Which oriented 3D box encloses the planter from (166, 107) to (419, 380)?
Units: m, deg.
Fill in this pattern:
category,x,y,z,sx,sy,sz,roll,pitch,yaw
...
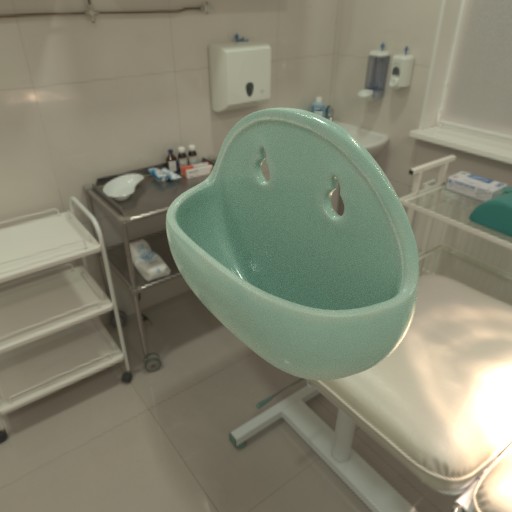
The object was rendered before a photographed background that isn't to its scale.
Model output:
category,x,y,z,sx,sy,sz,roll,pitch,yaw
planter,0.000,0.000,0.271,0.073,0.164,0.189,-22,38,-31
